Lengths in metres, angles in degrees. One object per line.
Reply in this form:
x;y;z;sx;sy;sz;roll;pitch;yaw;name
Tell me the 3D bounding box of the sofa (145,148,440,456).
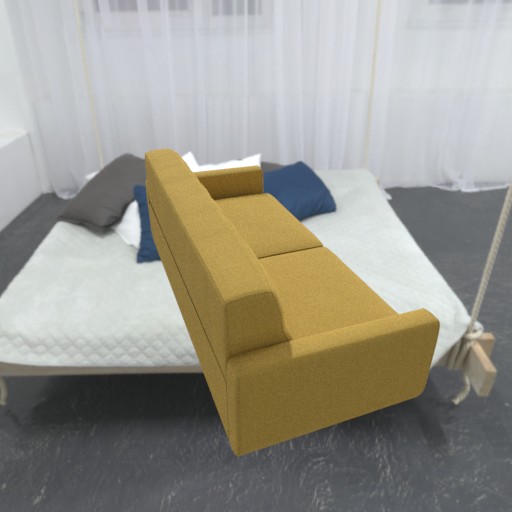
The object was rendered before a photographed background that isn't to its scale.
0.000;0.000;2.507;0.909;0.841;2.029;-11;32;-18;sofa
